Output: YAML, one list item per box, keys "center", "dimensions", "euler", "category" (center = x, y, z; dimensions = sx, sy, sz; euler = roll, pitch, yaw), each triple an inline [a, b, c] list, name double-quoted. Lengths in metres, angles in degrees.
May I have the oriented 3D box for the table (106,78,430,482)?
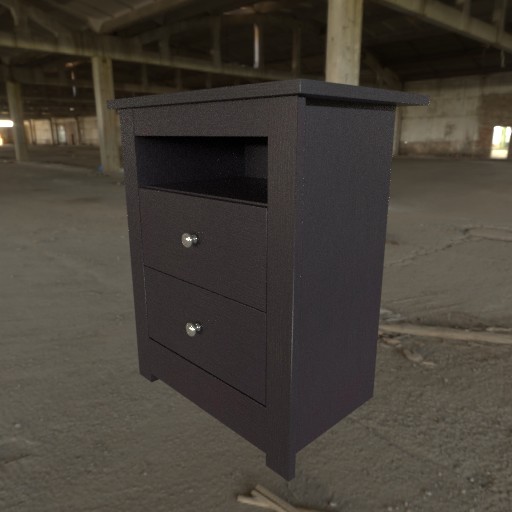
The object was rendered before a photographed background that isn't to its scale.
- center: [0.000, 0.000, 1.055]
  dimensions: [0.408, 0.711, 0.589]
  euler: [-14, 21, -42]
  category: "table"
